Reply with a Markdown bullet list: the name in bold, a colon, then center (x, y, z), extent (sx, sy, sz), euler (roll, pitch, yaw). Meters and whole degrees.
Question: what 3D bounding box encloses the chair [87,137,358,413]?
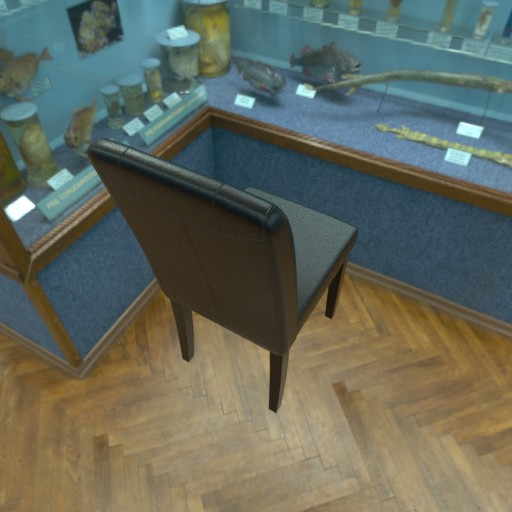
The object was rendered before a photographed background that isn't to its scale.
- **chair**: center (0.000, 0.000, 1.205), extent (0.399, 0.897, 0.556), euler (24, 52, 21)
